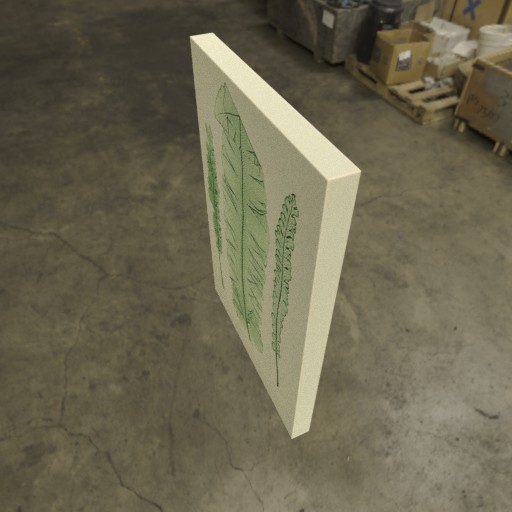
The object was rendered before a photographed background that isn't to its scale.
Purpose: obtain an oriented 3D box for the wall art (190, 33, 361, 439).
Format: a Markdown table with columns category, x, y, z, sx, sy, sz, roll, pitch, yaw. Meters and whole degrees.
| category | x | y | z | sx | sy | sz | roll | pitch | yaw |
| --- | --- | --- | --- | --- | --- | --- | --- | --- | --- |
| wall art | 0.000 | 0.000 | 0.782 | 0.038 | 0.608 | 0.418 | -18 | 48 | -17 |
